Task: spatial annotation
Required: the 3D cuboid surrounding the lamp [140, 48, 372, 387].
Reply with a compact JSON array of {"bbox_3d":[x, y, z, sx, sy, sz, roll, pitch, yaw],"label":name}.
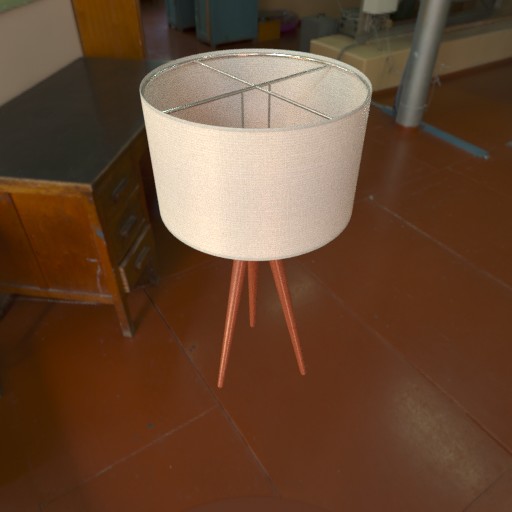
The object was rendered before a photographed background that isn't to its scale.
[{"bbox_3d":[0.000,0.000,0.915,0.355,0.709,0.354,1,40,1],"label":"lamp"}]
